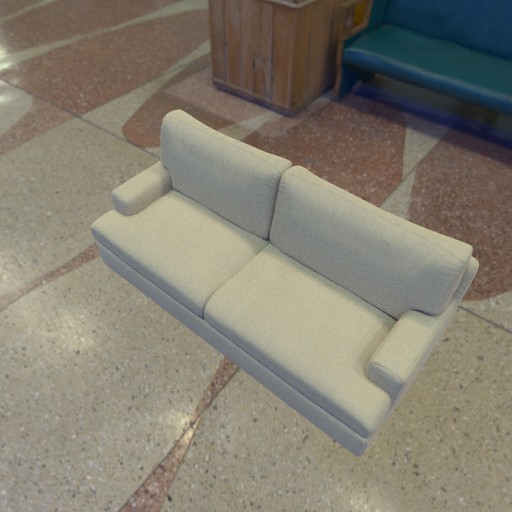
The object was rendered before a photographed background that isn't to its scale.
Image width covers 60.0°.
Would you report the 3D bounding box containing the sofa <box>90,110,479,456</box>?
[{"bbox_3d":[0.000,0.000,2.623,2.147,0.925,0.929,31,54,26],"label":"sofa"}]
